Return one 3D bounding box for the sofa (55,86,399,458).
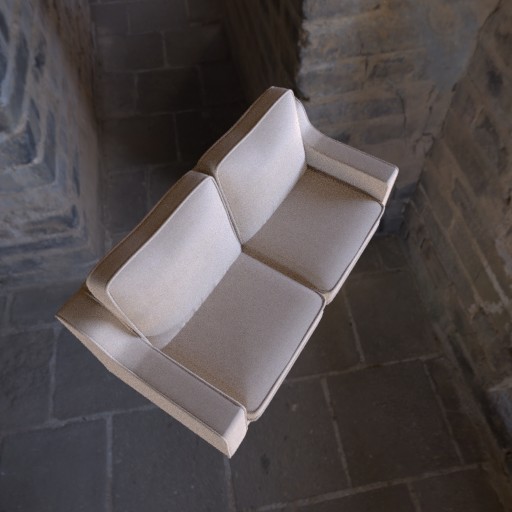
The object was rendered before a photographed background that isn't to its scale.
[{"bbox_3d":[0.000,0.000,3.540,1.351,1.562,2.587,29,63,17],"label":"sofa"}]
